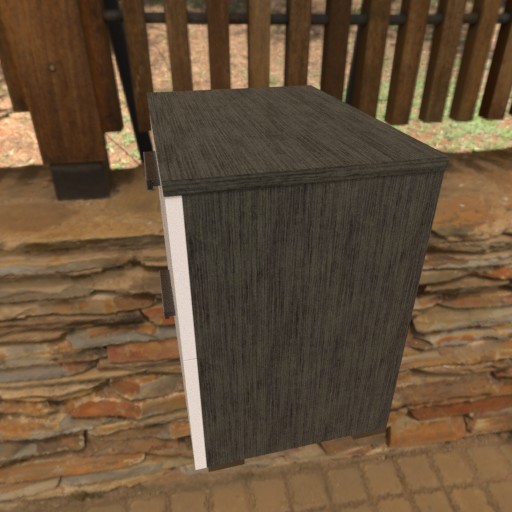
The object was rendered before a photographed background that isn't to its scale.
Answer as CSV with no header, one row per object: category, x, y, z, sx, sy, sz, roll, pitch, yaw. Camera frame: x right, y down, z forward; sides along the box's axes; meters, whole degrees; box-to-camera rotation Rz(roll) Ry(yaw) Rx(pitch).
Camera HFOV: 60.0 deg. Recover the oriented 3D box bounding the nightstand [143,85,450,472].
nightstand,0.000,0.000,0.749,0.325,0.460,0.441,-7,31,-12
